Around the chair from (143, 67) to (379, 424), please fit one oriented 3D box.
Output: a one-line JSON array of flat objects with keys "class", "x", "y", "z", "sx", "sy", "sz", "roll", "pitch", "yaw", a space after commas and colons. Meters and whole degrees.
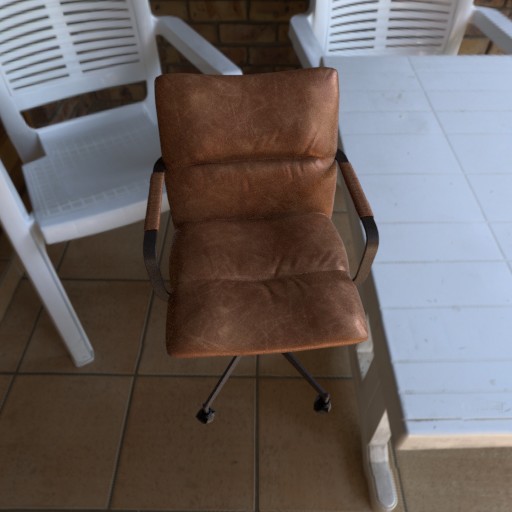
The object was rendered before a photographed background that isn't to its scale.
[{"class": "chair", "x": 0.000, "y": 0.000, "z": 1.464, "sx": 0.727, "sy": 0.922, "sz": 0.754, "roll": -4, "pitch": 49, "yaw": -3}]
